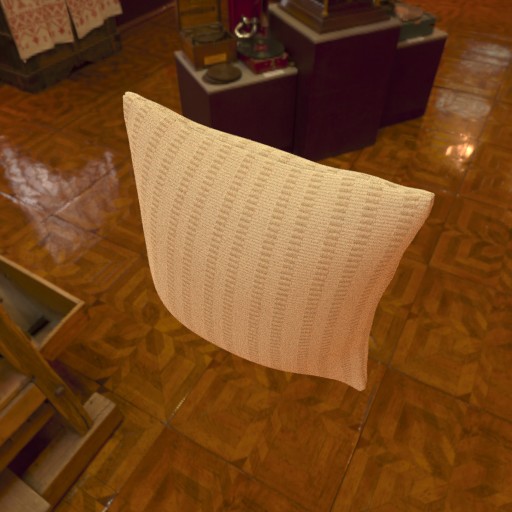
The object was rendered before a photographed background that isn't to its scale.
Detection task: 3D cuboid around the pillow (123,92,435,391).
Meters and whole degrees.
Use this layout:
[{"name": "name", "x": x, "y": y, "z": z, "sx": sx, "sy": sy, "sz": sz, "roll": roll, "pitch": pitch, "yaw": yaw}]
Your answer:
[{"name": "pillow", "x": 0.000, "y": 0.000, "z": 0.684, "sx": 0.438, "sy": 0.419, "sz": 0.247, "roll": 24, "pitch": 51, "yaw": 21}]
